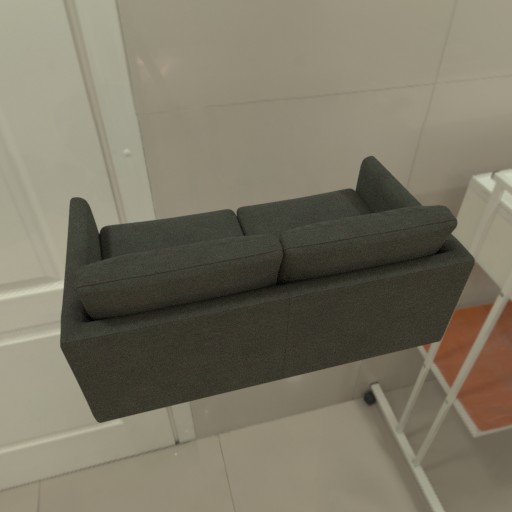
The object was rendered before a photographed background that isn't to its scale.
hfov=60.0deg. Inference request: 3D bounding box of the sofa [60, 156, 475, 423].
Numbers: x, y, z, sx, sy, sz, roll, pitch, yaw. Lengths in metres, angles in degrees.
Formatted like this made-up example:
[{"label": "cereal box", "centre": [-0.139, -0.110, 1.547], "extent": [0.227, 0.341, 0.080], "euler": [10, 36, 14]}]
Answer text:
[{"label": "sofa", "centre": [0.000, 0.000, 2.449], "extent": [1.909, 0.845, 1.091], "euler": [-10, 42, -12]}]
